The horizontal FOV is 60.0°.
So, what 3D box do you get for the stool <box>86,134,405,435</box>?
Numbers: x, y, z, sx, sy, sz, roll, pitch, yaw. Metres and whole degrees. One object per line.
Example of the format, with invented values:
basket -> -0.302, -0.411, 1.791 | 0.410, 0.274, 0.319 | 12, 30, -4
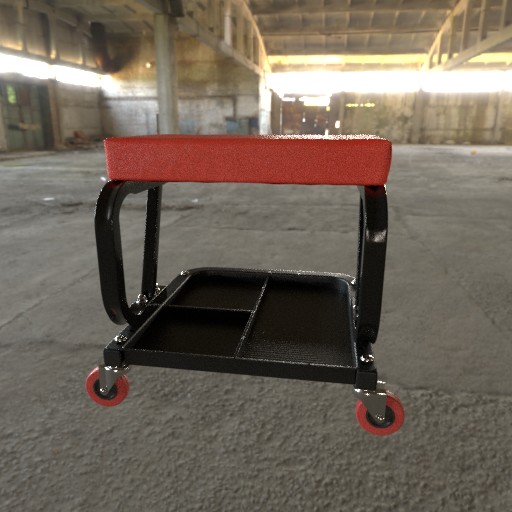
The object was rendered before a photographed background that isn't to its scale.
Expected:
stool -> 0.000, 0.000, 0.723 | 0.446, 0.380, 0.371 | 3, 17, 9
